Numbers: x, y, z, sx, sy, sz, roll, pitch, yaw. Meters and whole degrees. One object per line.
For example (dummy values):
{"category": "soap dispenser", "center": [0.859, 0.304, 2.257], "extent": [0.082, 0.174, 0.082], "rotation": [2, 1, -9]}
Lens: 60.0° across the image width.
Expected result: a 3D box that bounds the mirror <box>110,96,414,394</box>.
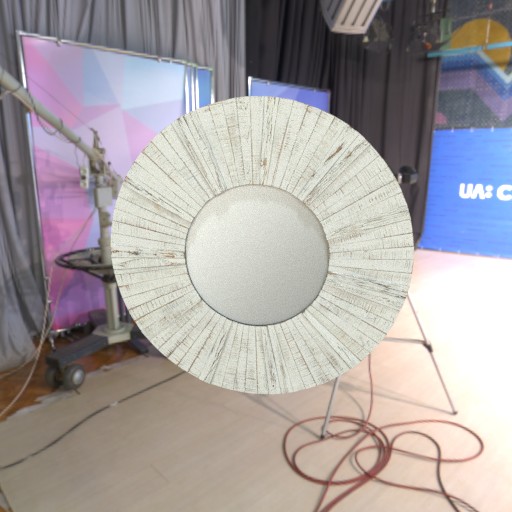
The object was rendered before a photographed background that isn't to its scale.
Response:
{"category": "mirror", "center": [0.000, 0.000, 1.345], "extent": [0.914, 0.914, 0.038], "rotation": [2, 14, 8]}
